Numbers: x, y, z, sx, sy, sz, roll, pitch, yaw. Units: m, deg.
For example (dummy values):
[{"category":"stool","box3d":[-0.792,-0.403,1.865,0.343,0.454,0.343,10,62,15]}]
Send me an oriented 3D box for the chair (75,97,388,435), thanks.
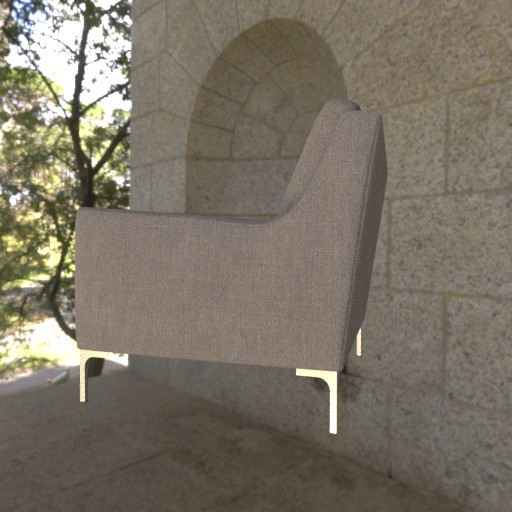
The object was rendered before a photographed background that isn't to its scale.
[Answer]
[{"category":"chair","box3d":[0.000,0.000,1.519,0.849,0.828,0.847,0,2,17]}]
